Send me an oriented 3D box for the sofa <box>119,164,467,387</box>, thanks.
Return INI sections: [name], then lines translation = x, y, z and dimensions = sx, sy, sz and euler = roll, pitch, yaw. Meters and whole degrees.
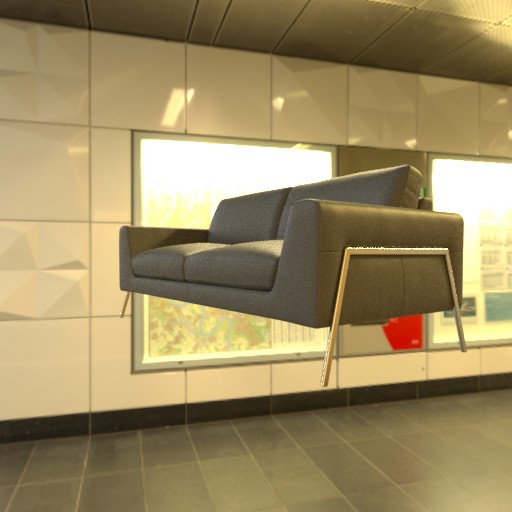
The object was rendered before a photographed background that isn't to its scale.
[sofa]
translation = 0.000, 0.000, 2.573
dimensions = 0.953, 0.875, 2.017
euler = 0, 0, -36
